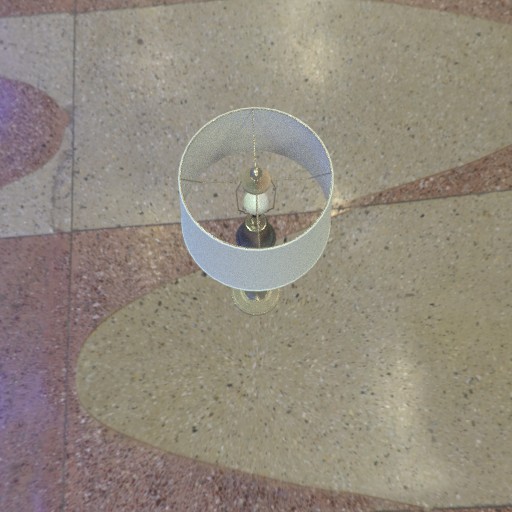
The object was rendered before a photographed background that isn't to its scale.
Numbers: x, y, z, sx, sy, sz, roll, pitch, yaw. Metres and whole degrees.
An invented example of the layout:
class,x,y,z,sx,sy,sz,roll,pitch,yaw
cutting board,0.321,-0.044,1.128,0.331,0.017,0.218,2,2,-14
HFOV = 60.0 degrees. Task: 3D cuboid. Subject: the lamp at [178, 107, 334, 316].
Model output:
class,x,y,z,sx,sy,sz,roll,pitch,yaw
lamp,0.000,0.000,1.699,0.431,1.488,0.431,0,75,0
